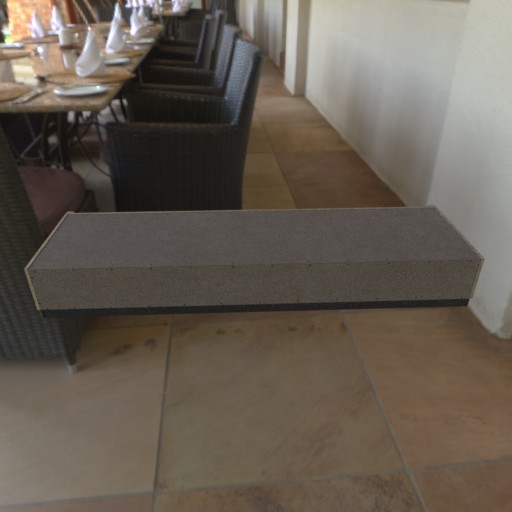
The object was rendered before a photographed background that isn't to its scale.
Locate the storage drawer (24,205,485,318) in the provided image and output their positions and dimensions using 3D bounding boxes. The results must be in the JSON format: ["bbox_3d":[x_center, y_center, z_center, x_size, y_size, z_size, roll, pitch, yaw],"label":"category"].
[{"bbox_3d":[0.000,0.000,2.315,2.072,0.274,0.591,-1,31,-2],"label":"storage drawer"}]
